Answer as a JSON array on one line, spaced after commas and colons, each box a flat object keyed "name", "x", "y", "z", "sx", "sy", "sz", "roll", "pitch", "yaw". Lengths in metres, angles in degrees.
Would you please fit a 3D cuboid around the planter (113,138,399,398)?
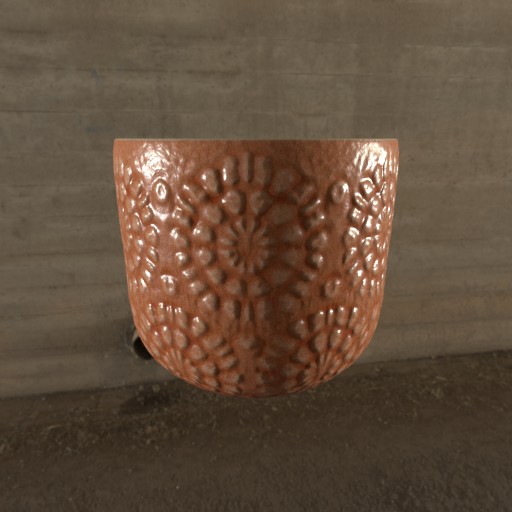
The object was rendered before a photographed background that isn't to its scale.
[{"name": "planter", "x": 0.000, "y": 0.000, "z": 0.213, "sx": 0.124, "sy": 0.109, "sz": 0.124, "roll": 0, "pitch": 15, "yaw": 0}]
